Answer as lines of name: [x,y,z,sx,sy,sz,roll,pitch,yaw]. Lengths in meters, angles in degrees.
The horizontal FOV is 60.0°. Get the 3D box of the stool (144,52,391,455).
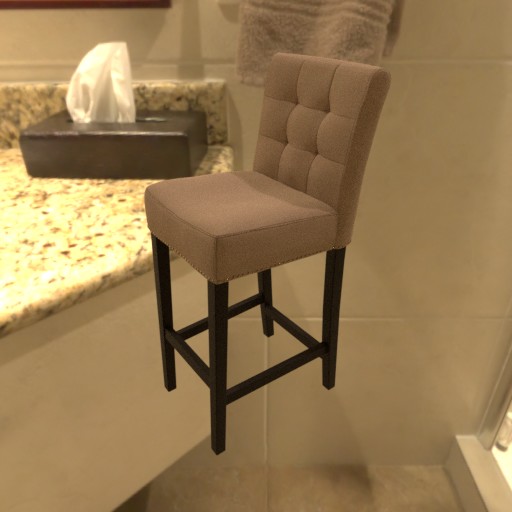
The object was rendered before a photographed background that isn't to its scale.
stool: [0.000,0.000,1.319,0.548,1.047,0.411,-21,37,-31]
